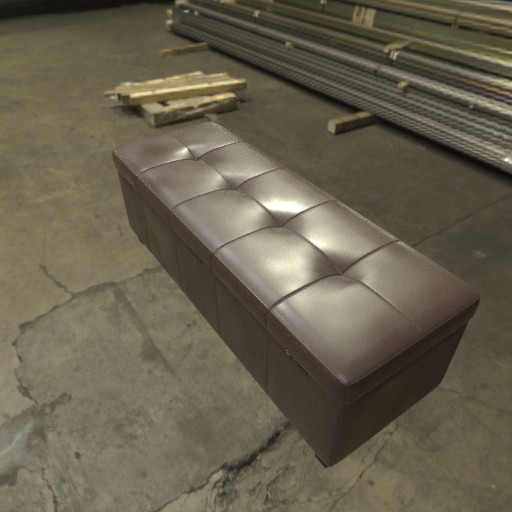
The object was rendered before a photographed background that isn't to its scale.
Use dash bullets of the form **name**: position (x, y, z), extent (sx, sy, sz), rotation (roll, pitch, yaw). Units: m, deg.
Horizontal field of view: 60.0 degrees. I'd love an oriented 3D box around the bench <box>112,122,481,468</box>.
- **bench**: position (0.000, 0.000, 1.416), extent (0.450, 0.417, 1.219), rotation (-24, 45, -26)
